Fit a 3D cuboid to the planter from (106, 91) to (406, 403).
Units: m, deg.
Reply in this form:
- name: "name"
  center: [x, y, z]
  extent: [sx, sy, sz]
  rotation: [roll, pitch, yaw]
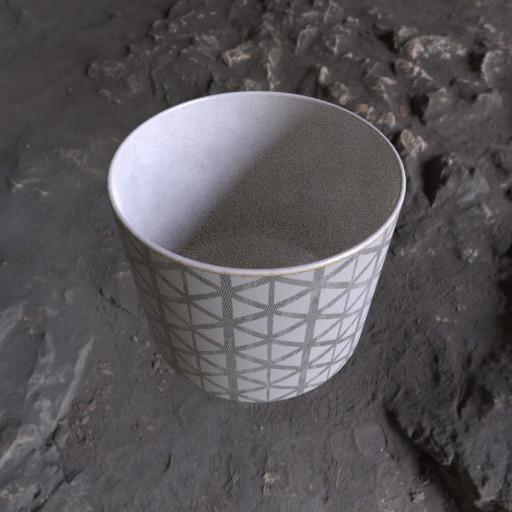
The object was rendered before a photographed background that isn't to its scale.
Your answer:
- name: "planter"
  center: [0.000, 0.000, 0.354]
  extent: [0.190, 0.181, 0.190]
  rotation: [0, 47, 0]
